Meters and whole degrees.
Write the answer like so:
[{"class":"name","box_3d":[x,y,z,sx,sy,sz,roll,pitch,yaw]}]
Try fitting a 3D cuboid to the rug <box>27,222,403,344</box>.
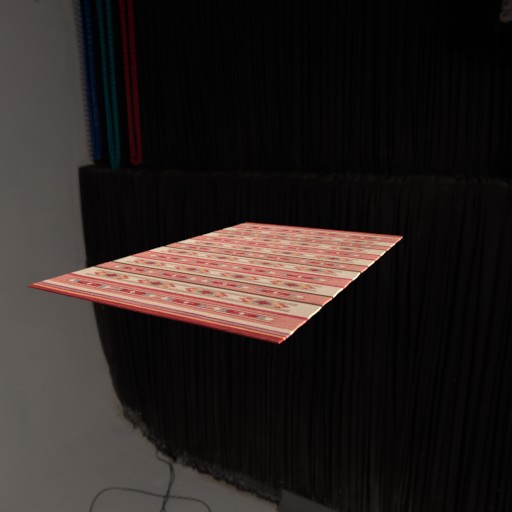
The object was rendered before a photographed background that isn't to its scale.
[{"class":"rug","box_3d":[0.000,0.000,3.099,1.535,0.010,2.431,7,15,28]}]
